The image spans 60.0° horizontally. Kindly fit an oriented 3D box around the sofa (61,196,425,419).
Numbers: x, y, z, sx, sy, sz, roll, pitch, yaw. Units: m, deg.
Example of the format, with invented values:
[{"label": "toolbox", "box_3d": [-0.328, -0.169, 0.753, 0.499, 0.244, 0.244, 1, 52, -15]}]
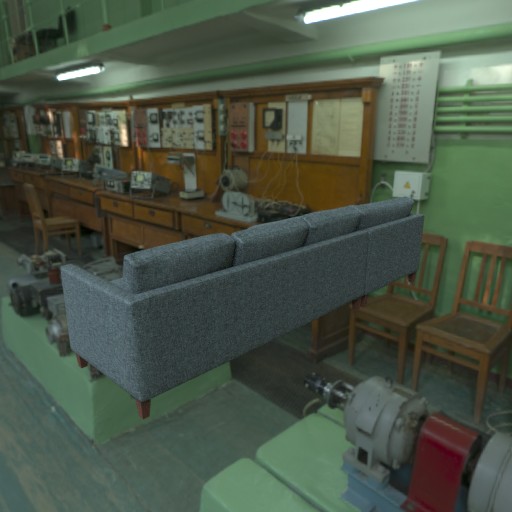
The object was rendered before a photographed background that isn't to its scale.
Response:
[{"label": "sofa", "box_3d": [0.000, 0.000, 4.097, 1.635, 0.960, 3.485, 15, 22, 43]}]
